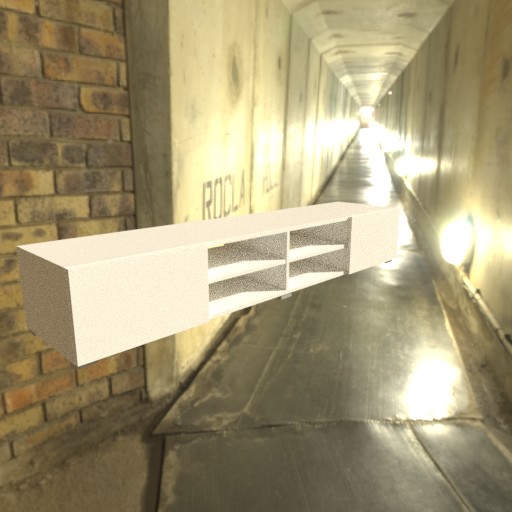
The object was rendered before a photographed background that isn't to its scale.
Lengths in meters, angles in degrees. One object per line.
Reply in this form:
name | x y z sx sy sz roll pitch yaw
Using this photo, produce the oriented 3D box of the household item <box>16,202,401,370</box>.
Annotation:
household item | 0.000 0.000 2.011 1.850 0.310 0.420 -13 19 -43
